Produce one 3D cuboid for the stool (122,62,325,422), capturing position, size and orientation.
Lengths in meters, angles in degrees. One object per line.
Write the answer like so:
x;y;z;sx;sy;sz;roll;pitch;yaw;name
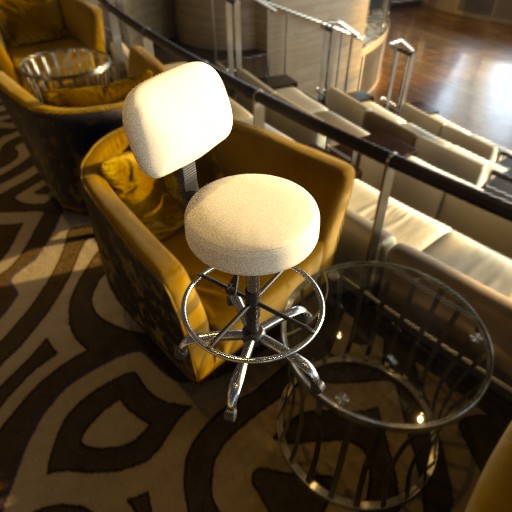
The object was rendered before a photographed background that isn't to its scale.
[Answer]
0.000;0.000;1.458;0.616;1.080;0.609;24;47;25;stool
